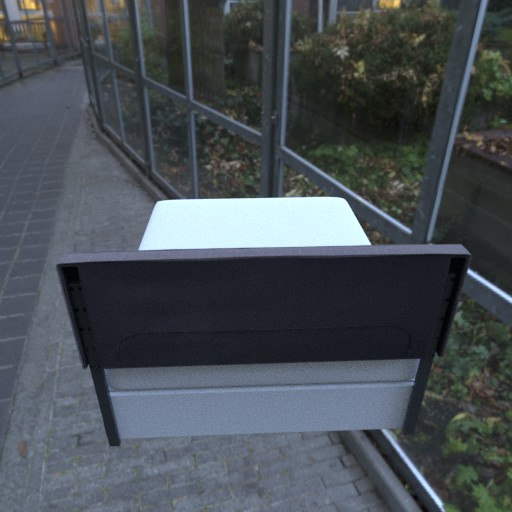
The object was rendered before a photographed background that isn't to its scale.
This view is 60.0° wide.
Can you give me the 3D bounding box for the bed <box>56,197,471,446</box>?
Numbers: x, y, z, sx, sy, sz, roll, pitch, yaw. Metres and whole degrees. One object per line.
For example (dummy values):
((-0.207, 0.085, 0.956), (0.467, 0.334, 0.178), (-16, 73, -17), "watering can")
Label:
((0.000, 0.000, 2.741), (1.610, 1.089, 1.894), (-1, 30, -2), "bed")
